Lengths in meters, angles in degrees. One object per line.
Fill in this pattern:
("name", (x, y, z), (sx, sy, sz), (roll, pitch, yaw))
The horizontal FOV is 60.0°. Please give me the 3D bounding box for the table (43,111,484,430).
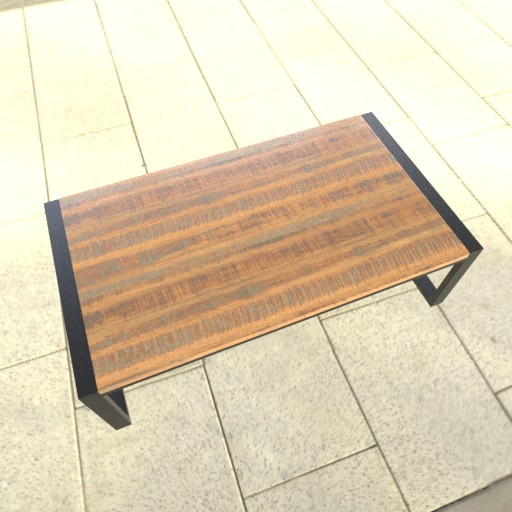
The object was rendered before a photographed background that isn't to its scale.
("table", (0.000, 0.000, 1.709), (1.350, 0.400, 0.750), (-18, 59, -12))
